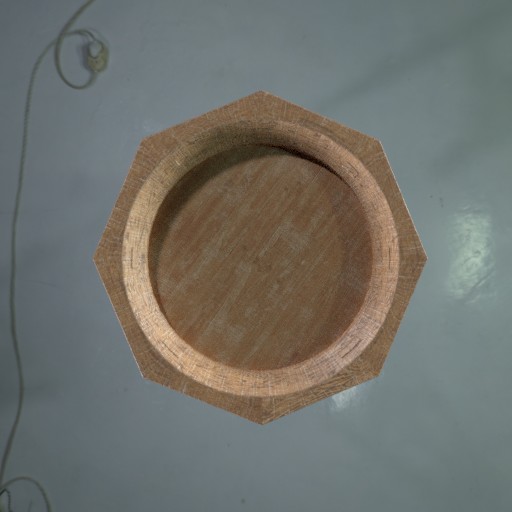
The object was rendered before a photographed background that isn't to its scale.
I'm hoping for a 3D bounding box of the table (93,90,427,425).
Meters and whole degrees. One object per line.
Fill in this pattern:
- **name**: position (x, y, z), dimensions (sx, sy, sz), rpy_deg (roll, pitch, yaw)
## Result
- **table**: position (0.000, 0.000, 0.853), dimensions (0.437, 0.553, 0.437), rpy_deg (0, 91, -2)
